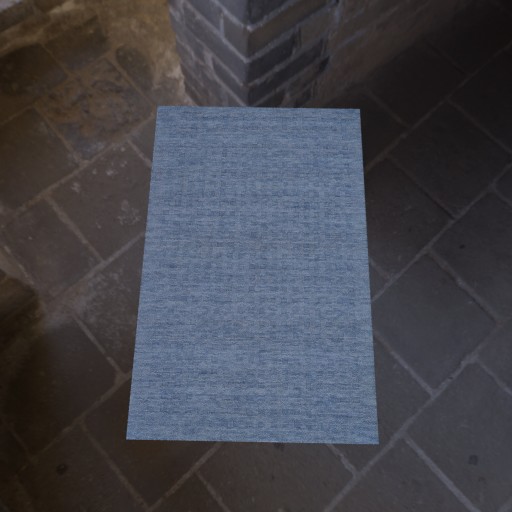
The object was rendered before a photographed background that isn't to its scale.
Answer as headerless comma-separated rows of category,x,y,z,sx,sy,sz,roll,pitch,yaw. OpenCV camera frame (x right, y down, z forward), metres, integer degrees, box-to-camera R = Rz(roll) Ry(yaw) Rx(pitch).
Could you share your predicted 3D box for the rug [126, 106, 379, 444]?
rug,0.000,0.000,2.257,1.142,0.006,1.752,1,73,0
